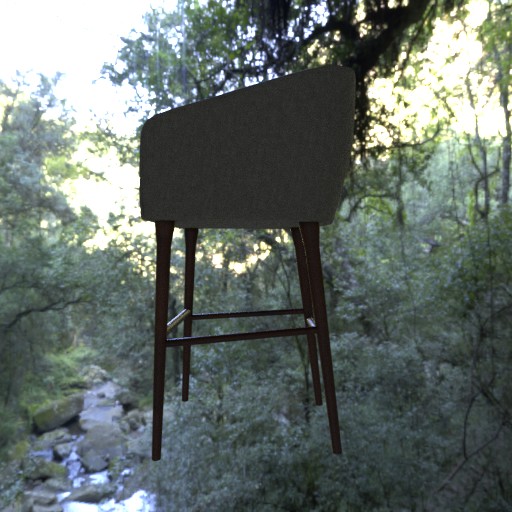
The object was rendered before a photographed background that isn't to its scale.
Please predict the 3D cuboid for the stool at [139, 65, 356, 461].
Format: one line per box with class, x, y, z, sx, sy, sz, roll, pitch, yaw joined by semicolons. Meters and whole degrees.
stool;0.000;0.000;1.397;0.607;1.078;0.559;0;1;1
